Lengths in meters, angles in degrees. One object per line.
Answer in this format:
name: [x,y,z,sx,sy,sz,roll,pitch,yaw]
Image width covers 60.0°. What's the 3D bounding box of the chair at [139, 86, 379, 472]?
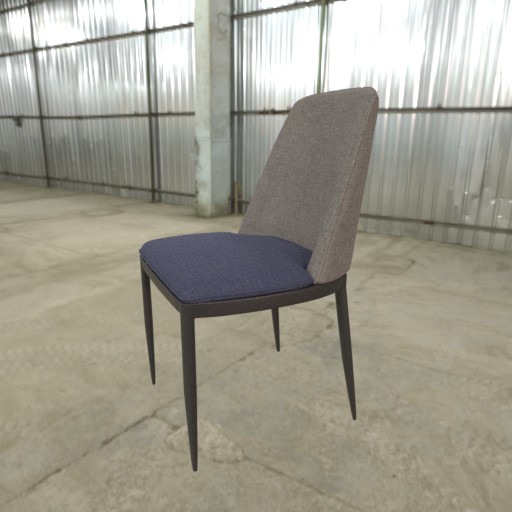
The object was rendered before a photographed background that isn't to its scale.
chair: [0.000,0.000,1.181,0.550,0.855,0.488,-7,17,-25]
